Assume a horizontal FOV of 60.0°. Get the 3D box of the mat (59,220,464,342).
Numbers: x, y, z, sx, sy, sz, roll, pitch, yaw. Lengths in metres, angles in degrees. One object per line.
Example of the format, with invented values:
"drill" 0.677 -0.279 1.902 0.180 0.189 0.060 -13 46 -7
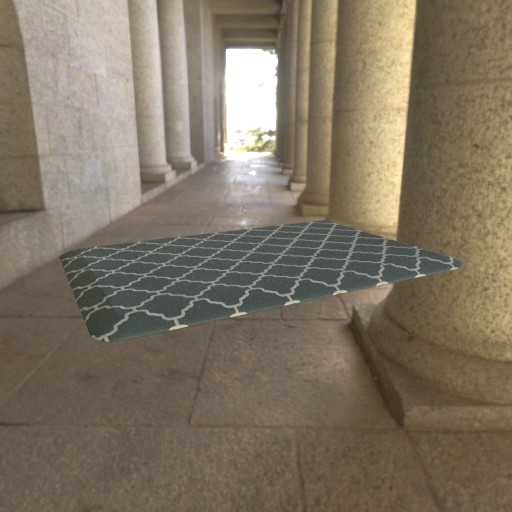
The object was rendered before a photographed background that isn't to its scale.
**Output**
"mat" 0.000 0.000 0.975 0.762 0.021 0.508 -8 18 -27
